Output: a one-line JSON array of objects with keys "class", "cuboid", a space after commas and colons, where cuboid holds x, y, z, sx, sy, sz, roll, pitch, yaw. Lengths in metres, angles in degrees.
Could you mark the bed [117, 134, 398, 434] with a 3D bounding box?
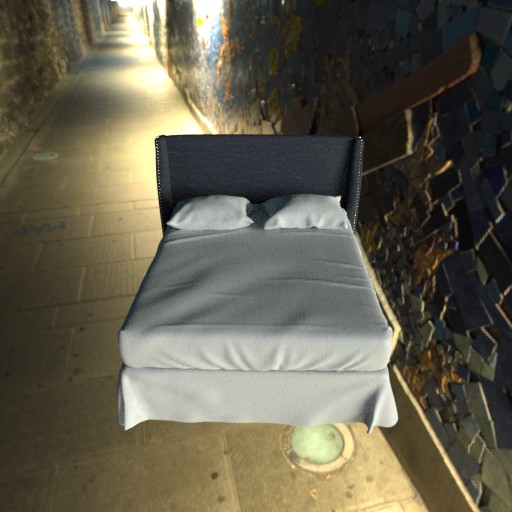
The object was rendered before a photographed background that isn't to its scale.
[{"class": "bed", "cuboid": [0.000, 0.000, 3.473, 1.925, 1.332, 2.276, 1, 30, 1]}]
